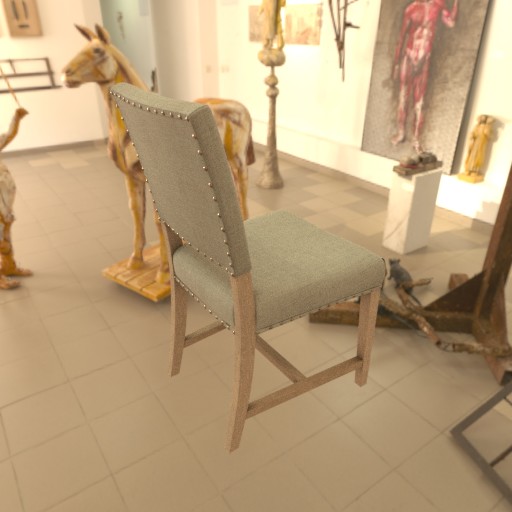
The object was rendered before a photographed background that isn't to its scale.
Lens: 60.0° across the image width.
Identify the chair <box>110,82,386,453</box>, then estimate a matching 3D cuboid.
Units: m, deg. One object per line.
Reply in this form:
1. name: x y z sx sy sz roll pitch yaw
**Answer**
1. chair: 0.000 0.000 1.347 0.622 0.986 0.508 -19 33 -31
